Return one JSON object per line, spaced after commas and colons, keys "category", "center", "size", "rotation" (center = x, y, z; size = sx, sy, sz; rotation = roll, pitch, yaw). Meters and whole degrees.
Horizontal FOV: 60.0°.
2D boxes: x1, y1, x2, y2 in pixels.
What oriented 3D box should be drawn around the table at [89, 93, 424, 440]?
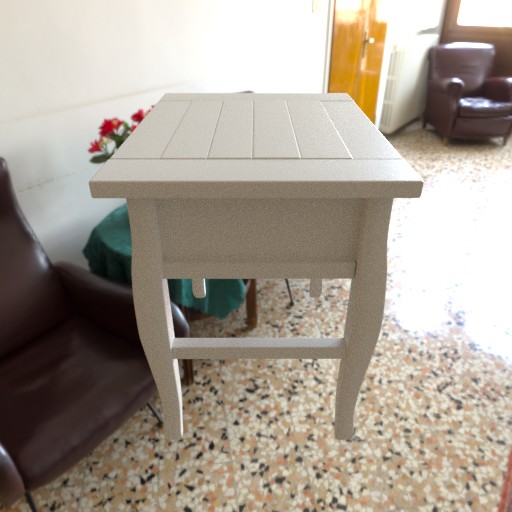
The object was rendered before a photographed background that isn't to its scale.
{"category": "table", "center": [0.000, 0.000, 1.021], "size": [0.463, 0.605, 0.599], "rotation": [0, 31, 0]}
